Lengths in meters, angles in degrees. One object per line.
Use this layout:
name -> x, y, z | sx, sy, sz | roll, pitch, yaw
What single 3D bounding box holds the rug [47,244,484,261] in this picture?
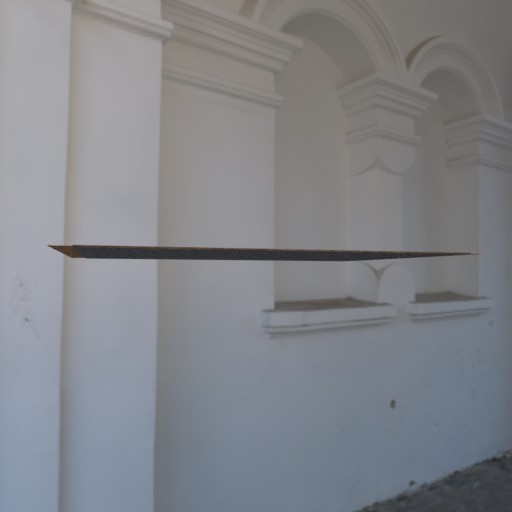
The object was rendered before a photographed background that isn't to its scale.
rug -> 0.000, 0.000, 3.034 | 2.434, 0.010, 1.516 | 1, -3, -19
